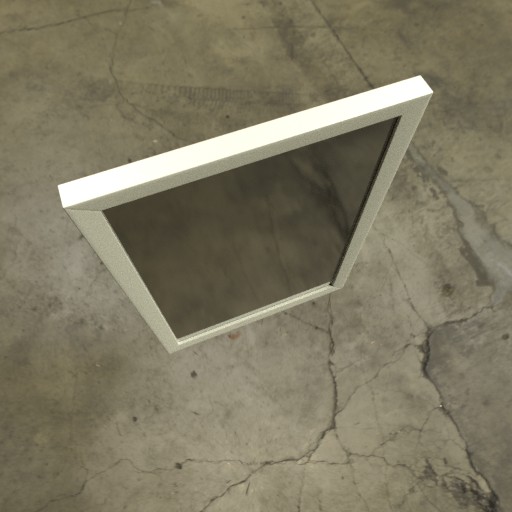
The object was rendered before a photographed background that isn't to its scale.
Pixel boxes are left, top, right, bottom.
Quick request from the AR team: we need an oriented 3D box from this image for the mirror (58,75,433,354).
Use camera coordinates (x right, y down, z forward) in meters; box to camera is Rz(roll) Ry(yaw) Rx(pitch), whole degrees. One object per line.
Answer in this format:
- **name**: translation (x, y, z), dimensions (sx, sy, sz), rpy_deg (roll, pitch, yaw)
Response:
- **mirror**: translation (0.000, 0.000, 0.892), dimensions (0.507, 0.710, 0.040), rpy_deg (-20, 65, -9)
